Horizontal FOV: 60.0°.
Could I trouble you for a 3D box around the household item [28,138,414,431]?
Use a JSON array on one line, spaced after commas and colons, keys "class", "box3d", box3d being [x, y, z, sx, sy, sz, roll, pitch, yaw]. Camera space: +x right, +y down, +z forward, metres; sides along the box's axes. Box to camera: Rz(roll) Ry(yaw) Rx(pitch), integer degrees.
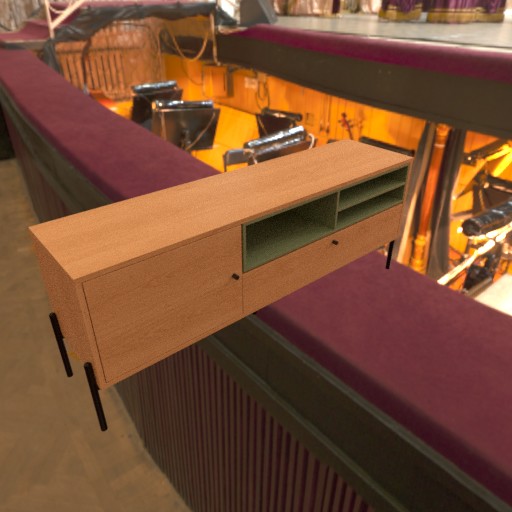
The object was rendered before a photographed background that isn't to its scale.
[{"class": "household item", "box3d": [0.000, 0.000, 1.809, 1.550, 0.600, 0.400, -23, 38, -33]}]
